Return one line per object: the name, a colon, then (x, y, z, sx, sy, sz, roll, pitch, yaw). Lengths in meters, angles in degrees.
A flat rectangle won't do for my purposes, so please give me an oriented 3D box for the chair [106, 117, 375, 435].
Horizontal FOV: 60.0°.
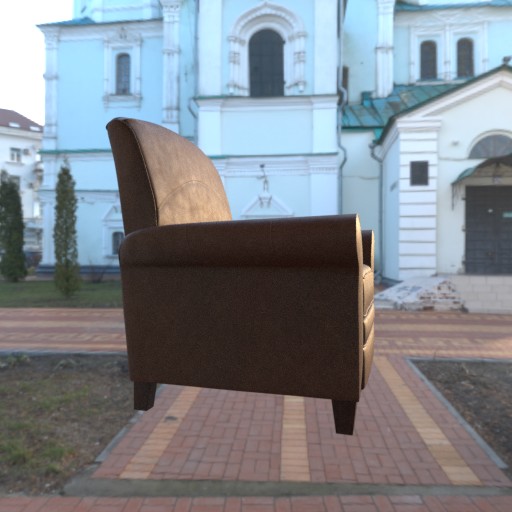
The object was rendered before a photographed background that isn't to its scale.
chair: (0.000, 0.000, 1.769, 0.902, 1.061, 0.978, 0, 0, 18)
